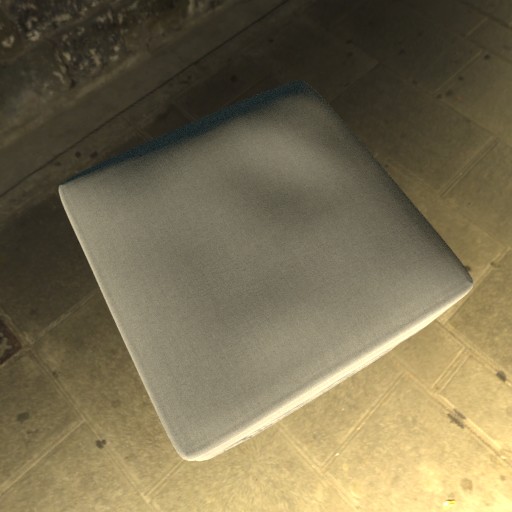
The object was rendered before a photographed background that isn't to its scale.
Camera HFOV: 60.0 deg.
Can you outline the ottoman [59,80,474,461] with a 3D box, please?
[{"bbox_3d":[0.000,0.000,1.319,0.843,0.436,0.840,-27,68,-12],"label":"ottoman"}]
